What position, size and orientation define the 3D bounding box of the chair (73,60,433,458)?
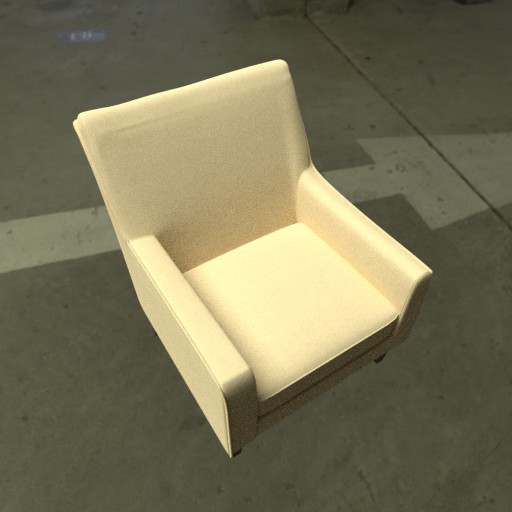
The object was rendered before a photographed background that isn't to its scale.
[{"bbox_3d":[0.000,0.000,1.548,0.780,0.919,0.899,-25,51,-22],"label":"chair"}]
